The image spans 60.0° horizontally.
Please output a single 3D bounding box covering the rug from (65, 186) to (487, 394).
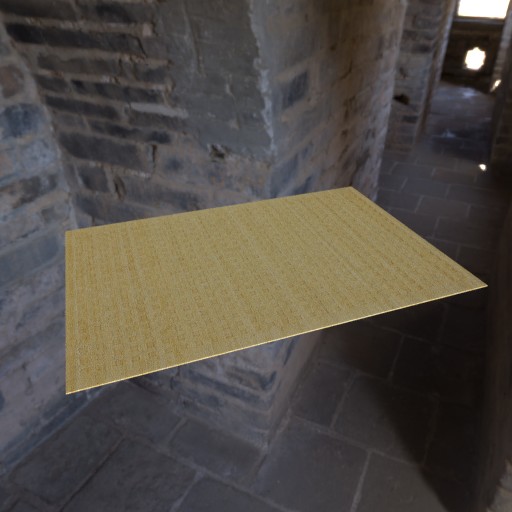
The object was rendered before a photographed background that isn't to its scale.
[{"bbox_3d":[0.000,0.000,2.832,2.286,0.006,1.524,-11,34,-17],"label":"rug"}]
